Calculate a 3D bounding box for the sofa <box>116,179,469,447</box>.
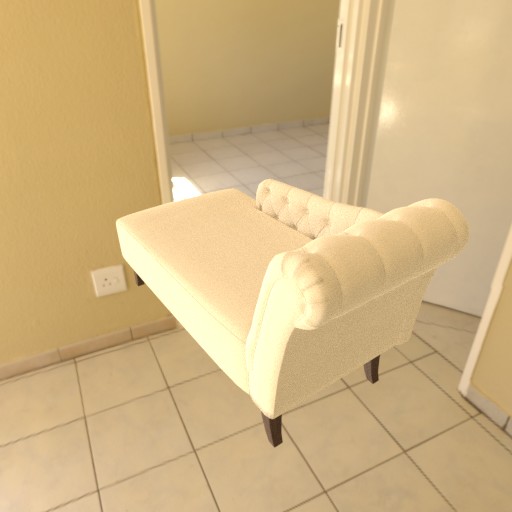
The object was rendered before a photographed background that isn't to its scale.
[{"bbox_3d":[0.000,0.000,1.774,0.675,0.787,1.379,-20,37,-30],"label":"sofa"}]
